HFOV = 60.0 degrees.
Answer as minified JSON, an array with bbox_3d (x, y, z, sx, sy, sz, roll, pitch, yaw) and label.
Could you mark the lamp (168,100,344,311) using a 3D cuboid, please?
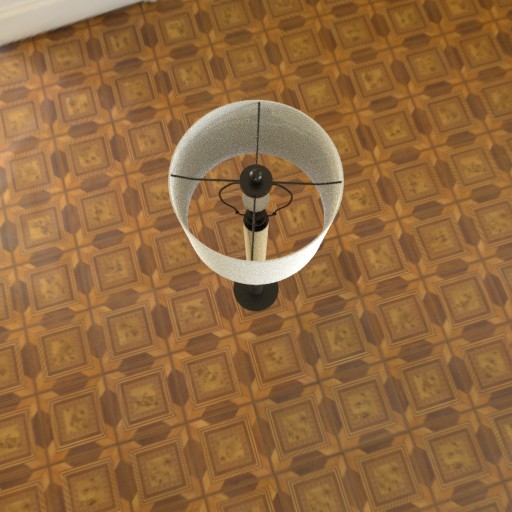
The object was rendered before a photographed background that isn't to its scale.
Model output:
[{"bbox_3d":[0.000,0.000,1.657,0.381,1.478,0.381,-17,77,-4],"label":"lamp"}]
